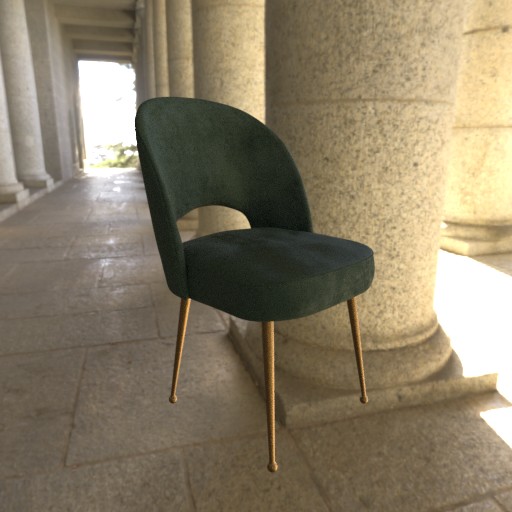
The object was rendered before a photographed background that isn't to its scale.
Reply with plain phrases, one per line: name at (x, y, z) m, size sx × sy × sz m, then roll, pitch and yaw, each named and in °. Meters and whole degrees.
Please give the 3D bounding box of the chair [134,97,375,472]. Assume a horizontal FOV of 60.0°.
chair at (0.000, 0.000, 1.219) m, size 0.577 × 0.860 × 0.527 m, roll 14°, pitch 20°, yaw 43°
